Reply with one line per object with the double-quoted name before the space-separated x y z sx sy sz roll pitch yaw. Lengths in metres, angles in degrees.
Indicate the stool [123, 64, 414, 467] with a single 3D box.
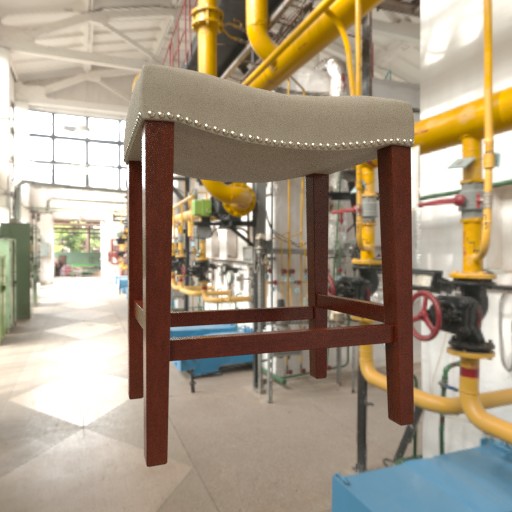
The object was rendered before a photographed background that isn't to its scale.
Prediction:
"stool" 0.000 0.000 0.917 0.509 0.632 0.375 0 0 -20
